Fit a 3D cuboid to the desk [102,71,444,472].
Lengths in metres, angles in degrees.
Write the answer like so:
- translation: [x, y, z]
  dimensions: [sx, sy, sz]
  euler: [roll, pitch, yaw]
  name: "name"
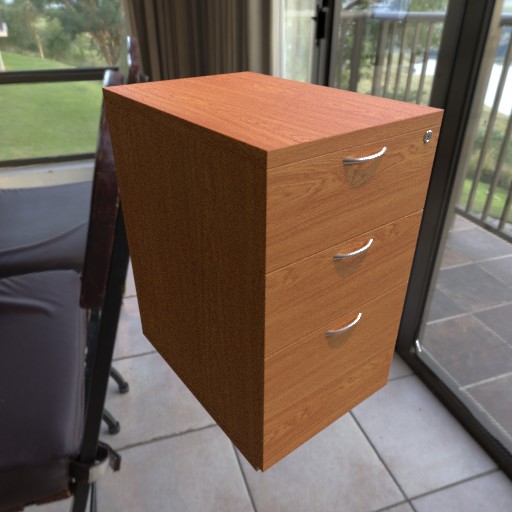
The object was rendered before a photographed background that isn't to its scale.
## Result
- translation: [0.000, 0.000, 1.067]
  dimensions: [0.404, 0.730, 0.600]
  euler: [-21, 36, -32]
  name: "desk"
